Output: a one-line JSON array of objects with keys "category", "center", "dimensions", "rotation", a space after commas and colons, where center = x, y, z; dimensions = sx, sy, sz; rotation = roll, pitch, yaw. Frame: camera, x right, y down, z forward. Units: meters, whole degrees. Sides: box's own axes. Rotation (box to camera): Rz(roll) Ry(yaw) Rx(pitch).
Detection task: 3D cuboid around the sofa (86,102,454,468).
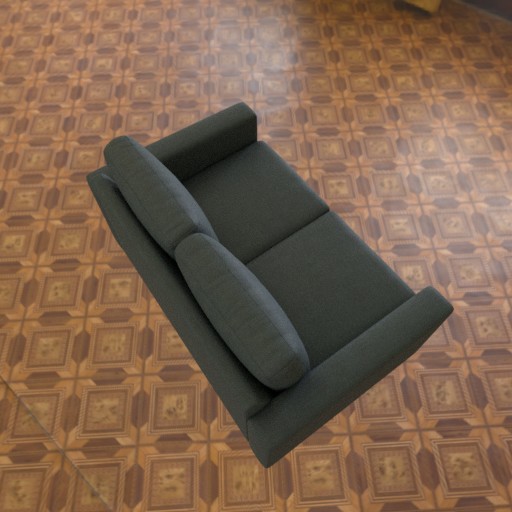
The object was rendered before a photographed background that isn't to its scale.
[{"category": "sofa", "center": [0.000, 0.000, 2.078], "dimensions": [0.955, 0.903, 1.489], "rotation": [-31, 64, -17]}]
